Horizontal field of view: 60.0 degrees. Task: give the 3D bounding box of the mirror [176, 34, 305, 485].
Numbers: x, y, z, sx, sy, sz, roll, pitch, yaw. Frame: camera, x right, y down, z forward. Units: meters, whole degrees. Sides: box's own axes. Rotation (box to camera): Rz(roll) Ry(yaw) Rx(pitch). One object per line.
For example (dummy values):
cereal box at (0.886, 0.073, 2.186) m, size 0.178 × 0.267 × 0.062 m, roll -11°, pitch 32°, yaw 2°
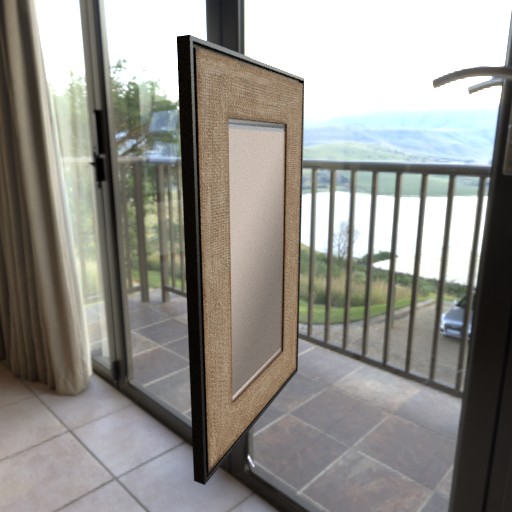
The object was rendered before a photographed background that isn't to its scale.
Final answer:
mirror at (0.000, 0.000, 1.500) m, size 0.038 × 1.219 × 0.762 m, roll 7°, pitch 16°, yaw 25°
